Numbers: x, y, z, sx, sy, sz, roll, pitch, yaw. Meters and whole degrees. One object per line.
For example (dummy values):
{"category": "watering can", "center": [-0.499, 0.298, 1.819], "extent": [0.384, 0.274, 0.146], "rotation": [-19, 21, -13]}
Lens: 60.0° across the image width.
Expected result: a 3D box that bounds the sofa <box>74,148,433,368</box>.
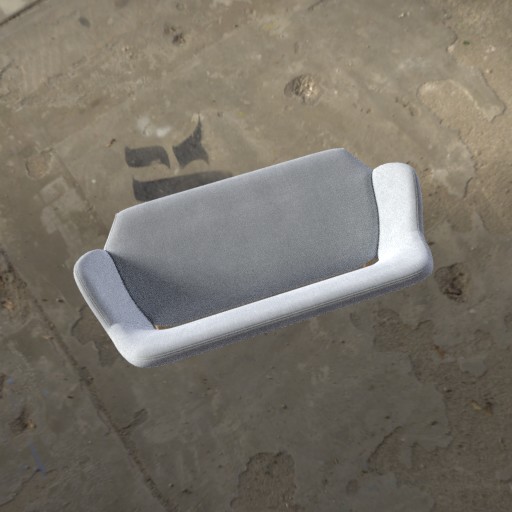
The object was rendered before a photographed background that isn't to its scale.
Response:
{"category": "sofa", "center": [0.000, 0.000, 1.608], "extent": [1.150, 0.840, 0.610], "rotation": [-17, 76, -5]}
